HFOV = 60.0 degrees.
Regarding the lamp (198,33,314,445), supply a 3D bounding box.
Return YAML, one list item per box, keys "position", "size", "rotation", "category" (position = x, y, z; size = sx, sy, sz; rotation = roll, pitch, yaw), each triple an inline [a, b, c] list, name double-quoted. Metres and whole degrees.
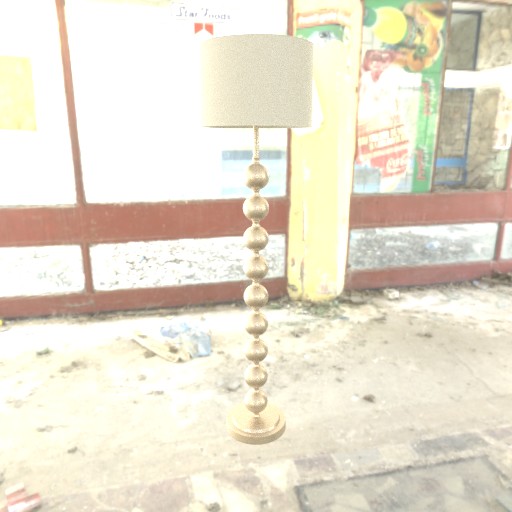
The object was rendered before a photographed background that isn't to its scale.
- position: [0.000, 0.000, 1.683]
  size: [0.394, 1.474, 0.394]
  rotation: [2, 15, 8]
  category: "lamp"
